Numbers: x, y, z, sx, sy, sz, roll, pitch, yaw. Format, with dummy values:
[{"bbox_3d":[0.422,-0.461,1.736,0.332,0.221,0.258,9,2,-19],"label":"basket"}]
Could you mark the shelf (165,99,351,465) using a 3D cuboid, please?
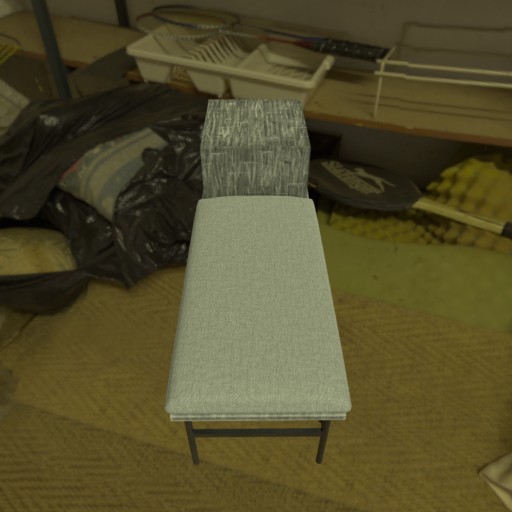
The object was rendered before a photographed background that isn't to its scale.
[{"bbox_3d":[0.000,0.000,1.626,0.457,0.633,1.342,0,42,0],"label":"shelf"}]
